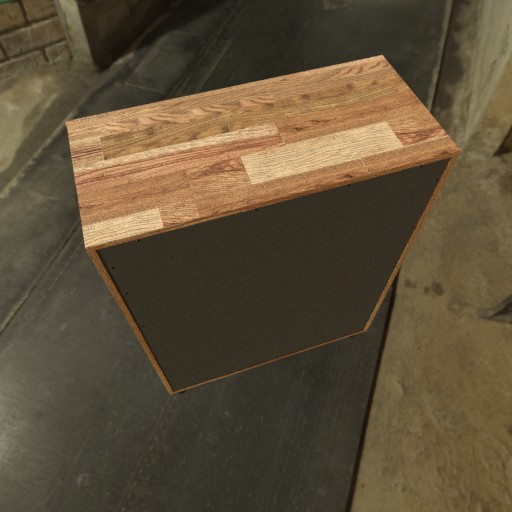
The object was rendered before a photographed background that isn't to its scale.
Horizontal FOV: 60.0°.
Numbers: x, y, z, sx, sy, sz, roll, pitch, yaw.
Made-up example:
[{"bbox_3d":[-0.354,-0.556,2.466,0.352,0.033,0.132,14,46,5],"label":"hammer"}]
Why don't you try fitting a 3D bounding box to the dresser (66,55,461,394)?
[{"bbox_3d":[0.000,0.000,1.715,0.966,1.243,0.480,-16,58,-10],"label":"dresser"}]
